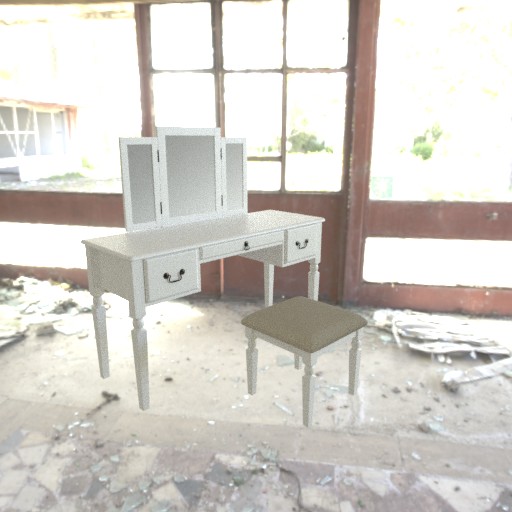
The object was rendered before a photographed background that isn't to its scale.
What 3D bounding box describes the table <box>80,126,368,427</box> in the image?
[{"bbox_3d":[0.000,0.000,2.308,1.369,1.310,1.115,-14,20,-43],"label":"table"}]
